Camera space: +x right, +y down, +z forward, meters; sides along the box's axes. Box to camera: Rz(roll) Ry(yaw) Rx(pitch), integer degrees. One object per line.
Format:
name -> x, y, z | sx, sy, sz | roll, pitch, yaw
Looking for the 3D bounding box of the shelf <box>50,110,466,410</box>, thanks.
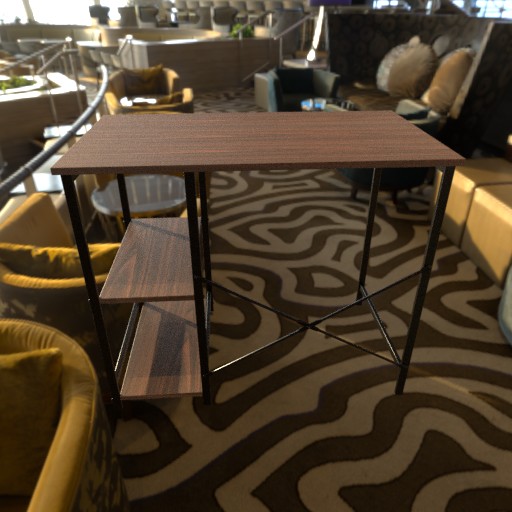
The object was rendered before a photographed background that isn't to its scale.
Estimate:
shelf -> 0.000, 0.000, 1.360 | 0.902, 0.750, 0.498 | -2, 30, -3
